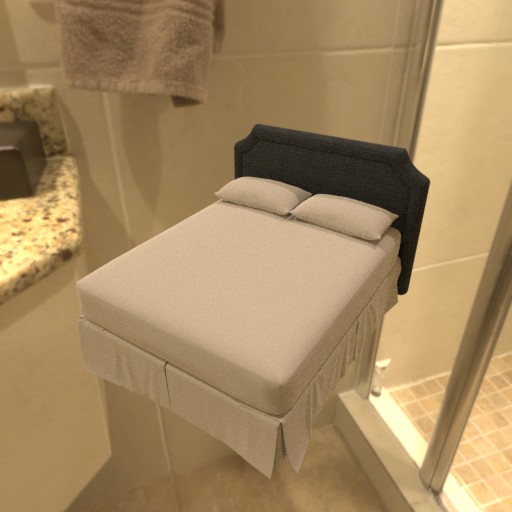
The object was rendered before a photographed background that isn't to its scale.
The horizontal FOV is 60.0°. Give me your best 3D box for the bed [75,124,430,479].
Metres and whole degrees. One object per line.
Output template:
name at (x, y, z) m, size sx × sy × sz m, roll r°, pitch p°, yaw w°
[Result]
bed at (0.000, 0.000, 3.282) m, size 1.828 × 1.297 × 2.208 m, roll 19°, pitch 36°, yaw 28°
